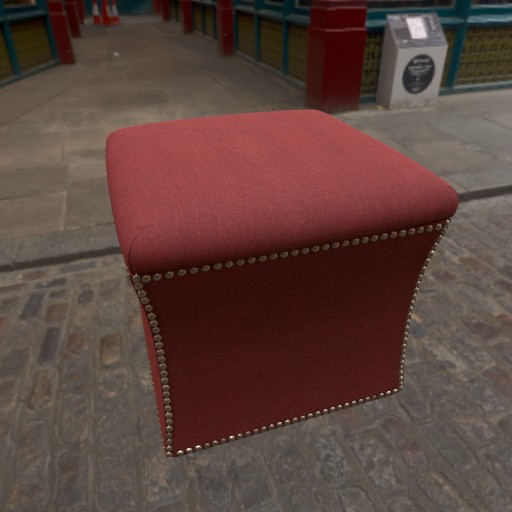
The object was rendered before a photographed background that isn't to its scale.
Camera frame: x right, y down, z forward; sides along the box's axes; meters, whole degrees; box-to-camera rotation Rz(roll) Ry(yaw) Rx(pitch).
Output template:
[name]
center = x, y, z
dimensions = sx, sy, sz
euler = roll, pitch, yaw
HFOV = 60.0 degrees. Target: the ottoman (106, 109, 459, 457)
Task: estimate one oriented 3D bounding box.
[ottoman]
center = 0.000, 0.000, 0.887
dimensions = 0.507, 0.475, 0.497
euler = -10, 34, -15
